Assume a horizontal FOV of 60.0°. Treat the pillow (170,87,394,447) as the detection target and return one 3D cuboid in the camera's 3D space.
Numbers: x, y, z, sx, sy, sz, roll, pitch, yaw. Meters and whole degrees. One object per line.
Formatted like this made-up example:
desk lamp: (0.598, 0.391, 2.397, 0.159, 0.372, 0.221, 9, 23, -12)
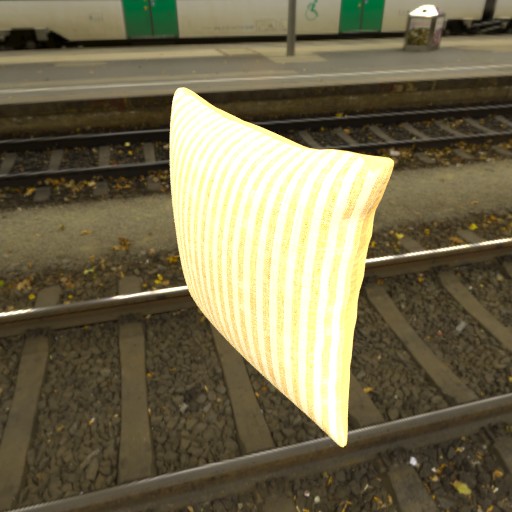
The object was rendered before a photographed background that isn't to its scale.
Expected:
pillow: (0.000, 0.000, 0.646, 0.173, 0.407, 0.419, -21, 37, -30)
